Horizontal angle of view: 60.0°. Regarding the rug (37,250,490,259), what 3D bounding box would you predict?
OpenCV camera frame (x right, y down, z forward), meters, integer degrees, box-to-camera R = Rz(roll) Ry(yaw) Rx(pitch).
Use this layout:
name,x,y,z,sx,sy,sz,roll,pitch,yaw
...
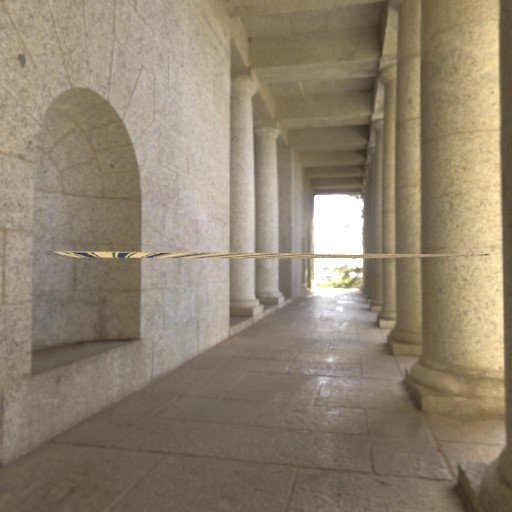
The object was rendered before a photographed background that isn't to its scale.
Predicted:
name,x,y,z,sx,sy,sz,roll,pitch,yaw
rug,0.000,0.000,2.522,2.108,0.009,1.248,0,-1,-17
